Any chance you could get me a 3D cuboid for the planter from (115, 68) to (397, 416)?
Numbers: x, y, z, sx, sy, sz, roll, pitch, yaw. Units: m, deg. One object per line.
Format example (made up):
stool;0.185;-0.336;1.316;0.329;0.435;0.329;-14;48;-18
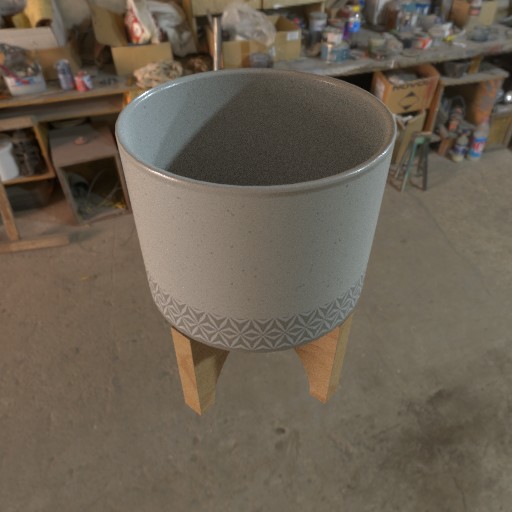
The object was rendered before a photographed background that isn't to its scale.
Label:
planter;0.000;0.000;0.268;0.130;0.178;0.130;0;41;0
